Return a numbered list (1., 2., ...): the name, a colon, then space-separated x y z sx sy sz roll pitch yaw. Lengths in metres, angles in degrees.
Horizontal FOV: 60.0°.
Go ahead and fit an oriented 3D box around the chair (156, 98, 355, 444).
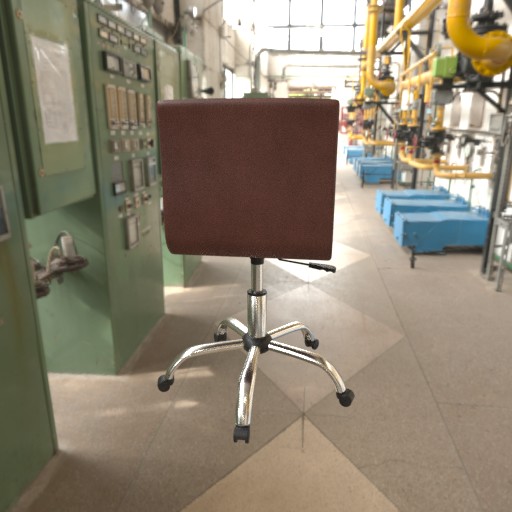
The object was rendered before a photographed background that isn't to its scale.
1. chair: 0.000 0.000 1.182 0.556 0.780 0.530 2 17 8
